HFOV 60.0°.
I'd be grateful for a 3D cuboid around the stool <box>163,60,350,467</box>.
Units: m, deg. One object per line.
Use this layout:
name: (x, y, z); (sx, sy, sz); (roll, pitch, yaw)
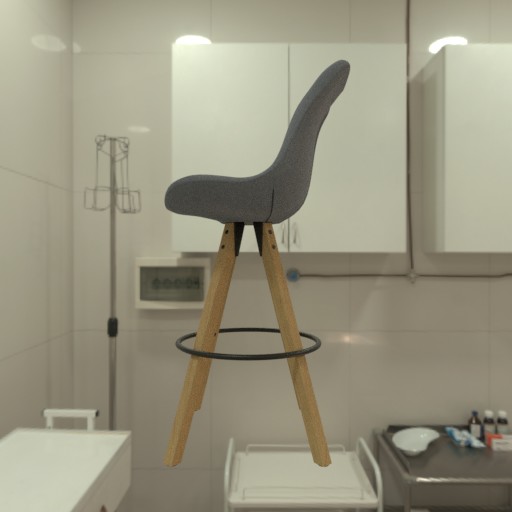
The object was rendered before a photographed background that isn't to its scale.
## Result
stool: (0.000, 0.000, 1.393); (0.550, 1.115, 0.485); (0, 0, 0)
